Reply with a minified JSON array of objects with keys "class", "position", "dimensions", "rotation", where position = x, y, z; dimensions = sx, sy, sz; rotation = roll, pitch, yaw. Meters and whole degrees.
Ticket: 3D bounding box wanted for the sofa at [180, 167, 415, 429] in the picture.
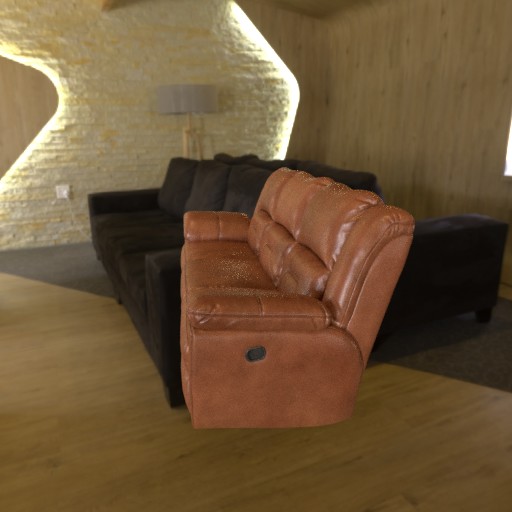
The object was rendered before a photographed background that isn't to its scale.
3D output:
[{"class":"sofa","position":[0.000,0.000,2.883],"dimensions":[0.991,1.043,2.337],"rotation":[-2,15,-9]}]
